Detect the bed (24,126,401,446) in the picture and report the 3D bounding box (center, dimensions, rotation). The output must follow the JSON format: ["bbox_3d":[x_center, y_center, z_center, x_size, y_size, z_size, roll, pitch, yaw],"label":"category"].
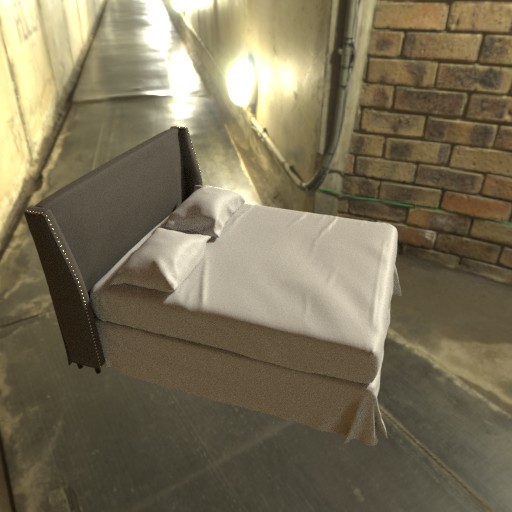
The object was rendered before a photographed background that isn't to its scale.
[{"bbox_3d":[0.000,0.000,3.391,2.276,1.332,1.925,10,33,16],"label":"bed"}]
